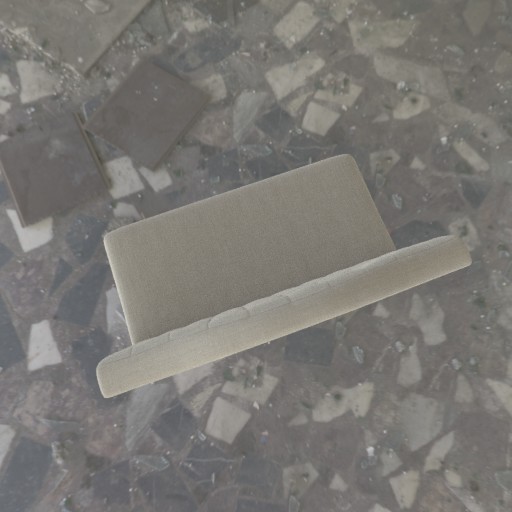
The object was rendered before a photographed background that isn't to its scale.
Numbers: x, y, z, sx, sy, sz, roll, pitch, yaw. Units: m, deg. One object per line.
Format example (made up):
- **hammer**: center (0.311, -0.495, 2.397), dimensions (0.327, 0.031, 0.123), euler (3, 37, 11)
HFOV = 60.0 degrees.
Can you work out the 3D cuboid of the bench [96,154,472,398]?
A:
- **bench**: center (0.000, 0.000, 1.992), dimensions (1.335, 1.180, 0.815), euler (-19, 76, -5)
